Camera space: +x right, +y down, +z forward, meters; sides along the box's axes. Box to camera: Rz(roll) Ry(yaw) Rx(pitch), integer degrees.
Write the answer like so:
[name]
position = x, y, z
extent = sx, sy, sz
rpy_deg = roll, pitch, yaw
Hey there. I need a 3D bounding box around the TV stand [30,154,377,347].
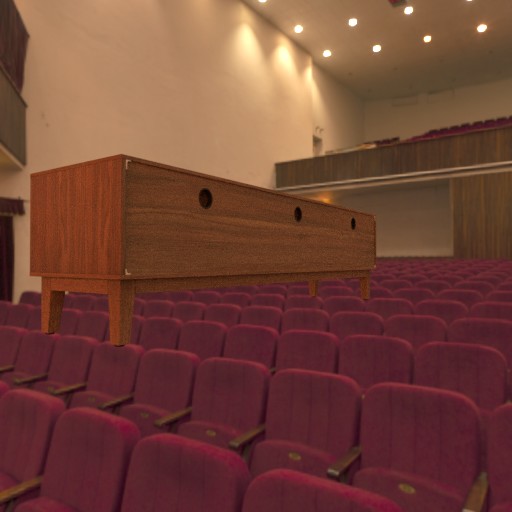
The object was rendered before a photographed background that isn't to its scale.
[TV stand]
position = 0.000, 0.000, 1.631
extent = 0.366, 0.409, 1.482
rpy_deg = 0, -1, 35
